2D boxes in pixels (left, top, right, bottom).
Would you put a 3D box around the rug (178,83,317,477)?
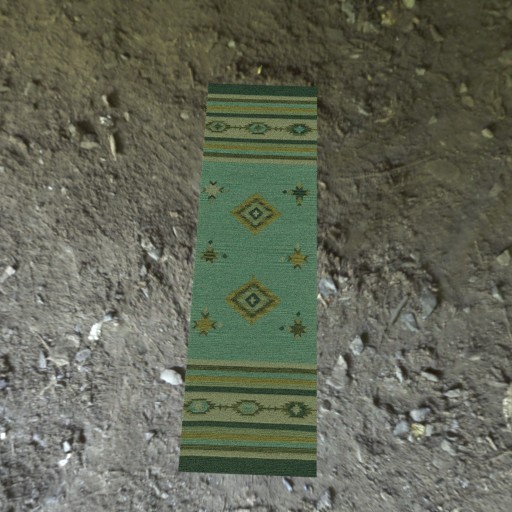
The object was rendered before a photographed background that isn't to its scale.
[{"bbox_3d":[0.000,0.000,2.713,0.744,0.010,2.441,2,74,1],"label":"rug"}]
